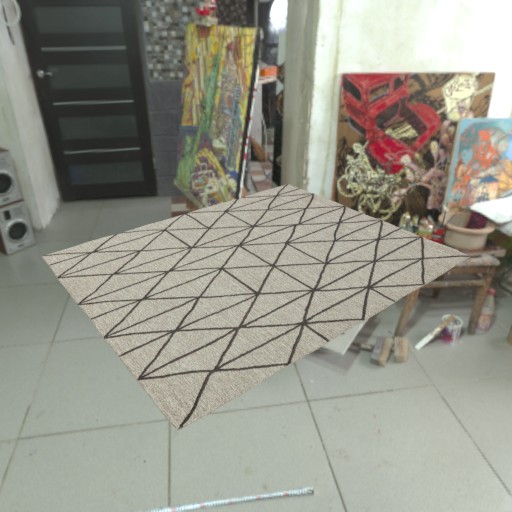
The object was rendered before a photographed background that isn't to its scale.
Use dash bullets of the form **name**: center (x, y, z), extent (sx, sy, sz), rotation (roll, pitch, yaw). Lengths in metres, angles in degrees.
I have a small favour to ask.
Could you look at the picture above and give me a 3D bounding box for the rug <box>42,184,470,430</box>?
- **rug**: center (0.000, 0.000, 4.026), extent (3.061, 0.022, 2.468), rotation (-21, 36, -33)
